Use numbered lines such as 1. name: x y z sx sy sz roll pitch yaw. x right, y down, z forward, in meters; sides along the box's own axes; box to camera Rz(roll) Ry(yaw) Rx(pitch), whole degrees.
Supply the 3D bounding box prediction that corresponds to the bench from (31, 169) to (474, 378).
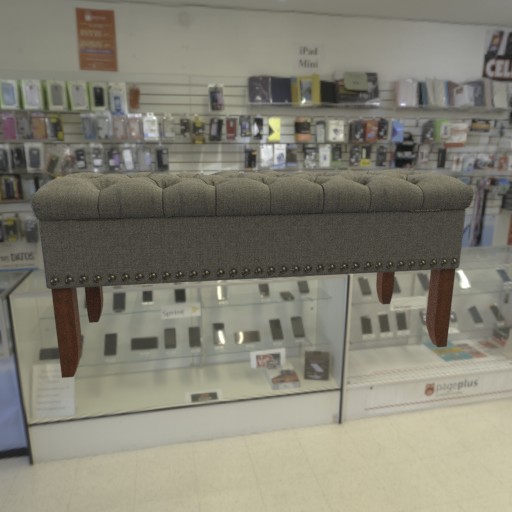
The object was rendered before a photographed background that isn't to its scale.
1. bench: 0.000 0.000 1.271 1.052 0.470 0.417 -2 14 -9
